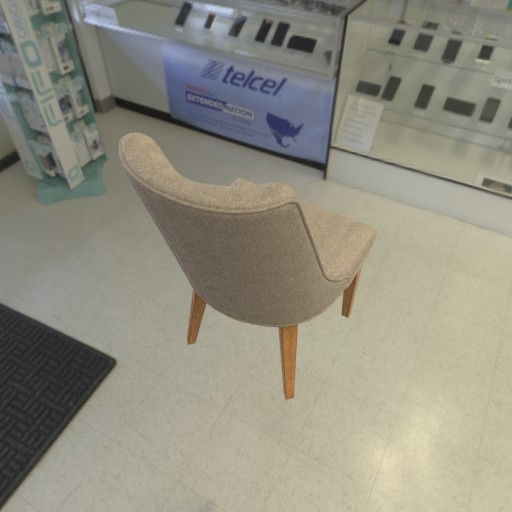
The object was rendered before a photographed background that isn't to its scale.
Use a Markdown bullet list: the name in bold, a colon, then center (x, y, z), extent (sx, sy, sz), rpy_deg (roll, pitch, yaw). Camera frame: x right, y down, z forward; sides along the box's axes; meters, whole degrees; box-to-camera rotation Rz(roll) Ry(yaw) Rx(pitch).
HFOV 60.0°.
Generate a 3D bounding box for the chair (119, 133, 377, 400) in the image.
- **chair**: center (0.000, 0.000, 1.341), extent (0.548, 0.916, 0.636), rpy_deg (24, 50, 22)
